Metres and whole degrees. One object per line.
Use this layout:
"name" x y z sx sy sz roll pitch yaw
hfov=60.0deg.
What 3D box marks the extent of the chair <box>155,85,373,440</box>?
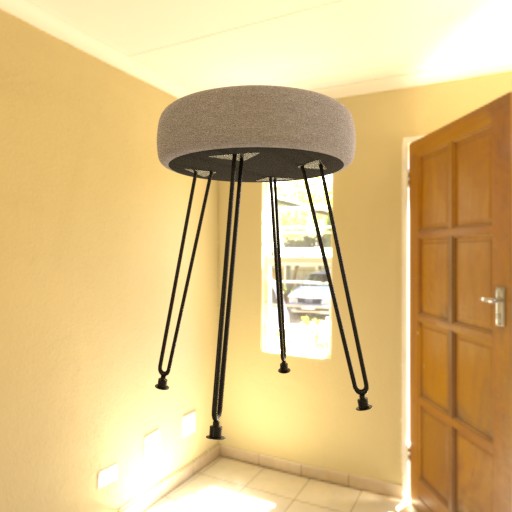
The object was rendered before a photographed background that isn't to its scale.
"chair" 0.000 0.000 0.686 0.350 0.440 0.350 0 0 18
